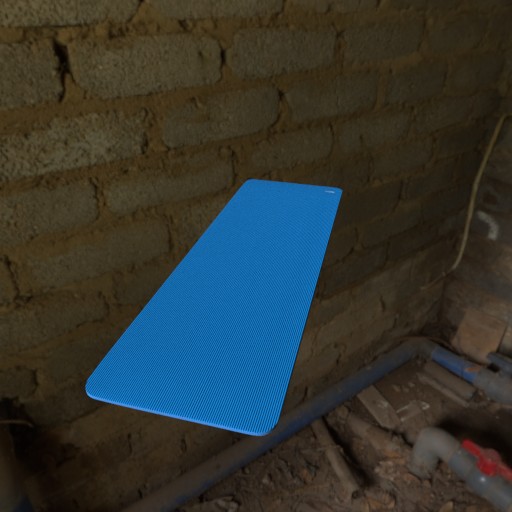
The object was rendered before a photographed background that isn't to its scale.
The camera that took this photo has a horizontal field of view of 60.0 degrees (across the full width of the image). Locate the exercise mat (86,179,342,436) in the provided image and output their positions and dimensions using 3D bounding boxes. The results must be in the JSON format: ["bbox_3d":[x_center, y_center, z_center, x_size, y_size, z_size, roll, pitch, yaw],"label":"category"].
[{"bbox_3d":[0.000,0.000,2.060,0.616,0.021,1.869,8,32,13],"label":"exercise mat"}]
